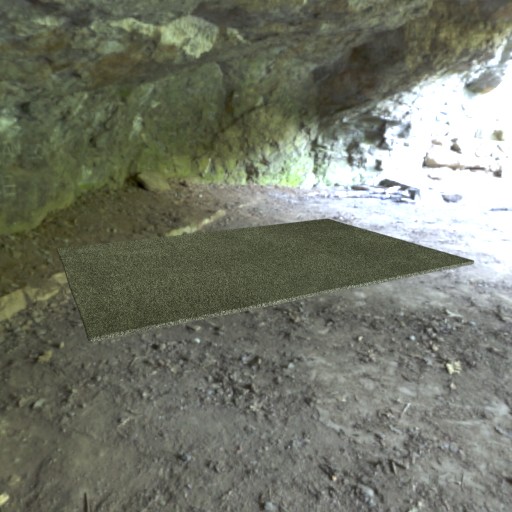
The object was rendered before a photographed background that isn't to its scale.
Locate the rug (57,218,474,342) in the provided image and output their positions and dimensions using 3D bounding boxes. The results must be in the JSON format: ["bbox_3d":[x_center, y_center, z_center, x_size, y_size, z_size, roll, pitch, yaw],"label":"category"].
[{"bbox_3d":[0.000,0.000,3.424,2.699,0.026,1.802,-8,18,-27],"label":"rug"}]
